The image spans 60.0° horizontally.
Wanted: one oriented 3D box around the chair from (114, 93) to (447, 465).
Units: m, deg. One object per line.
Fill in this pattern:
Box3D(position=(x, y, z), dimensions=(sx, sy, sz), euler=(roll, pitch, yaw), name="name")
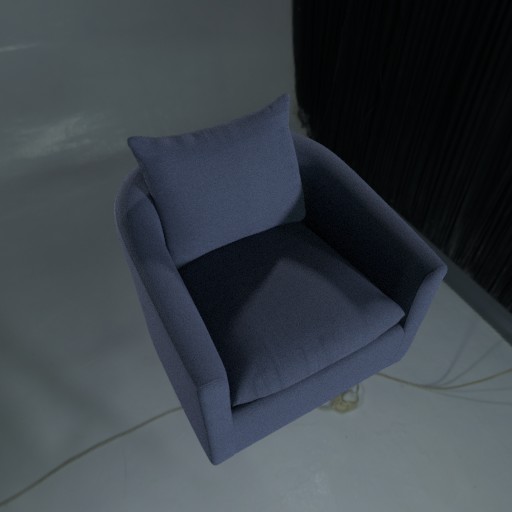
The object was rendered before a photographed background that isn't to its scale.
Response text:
Box3D(position=(0.000, 0.000, 1.563), dimensions=(0.845, 0.848, 0.910), euler=(-22, 49, -20), name="chair")
